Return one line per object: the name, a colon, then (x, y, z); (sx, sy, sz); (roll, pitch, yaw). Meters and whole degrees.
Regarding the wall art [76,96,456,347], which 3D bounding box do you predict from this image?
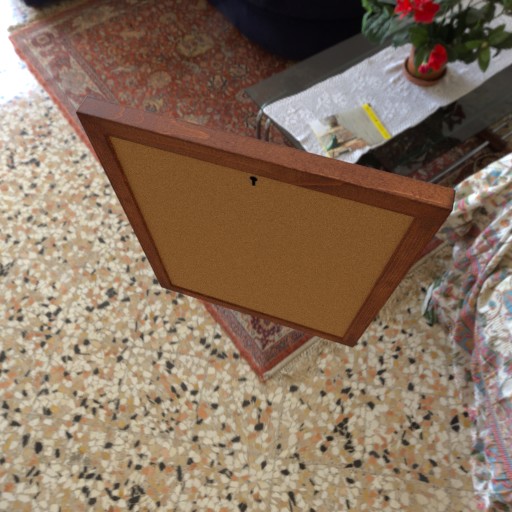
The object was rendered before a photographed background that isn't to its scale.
wall art: (0.000, 0.000, 0.770); (0.462, 0.558, 0.030); (16, 64, 8)
